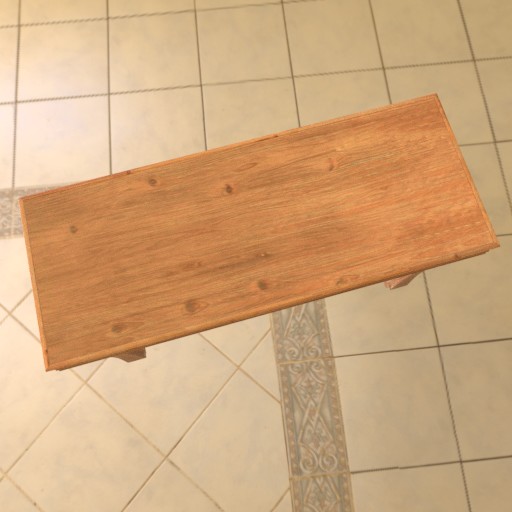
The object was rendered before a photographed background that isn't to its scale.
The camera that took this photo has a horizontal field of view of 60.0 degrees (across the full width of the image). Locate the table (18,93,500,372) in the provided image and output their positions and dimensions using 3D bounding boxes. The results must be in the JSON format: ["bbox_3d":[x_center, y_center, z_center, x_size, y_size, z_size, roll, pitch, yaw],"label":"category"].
[{"bbox_3d":[0.000,0.000,1.725,1.330,0.873,0.522,-15,77,-4],"label":"table"}]
